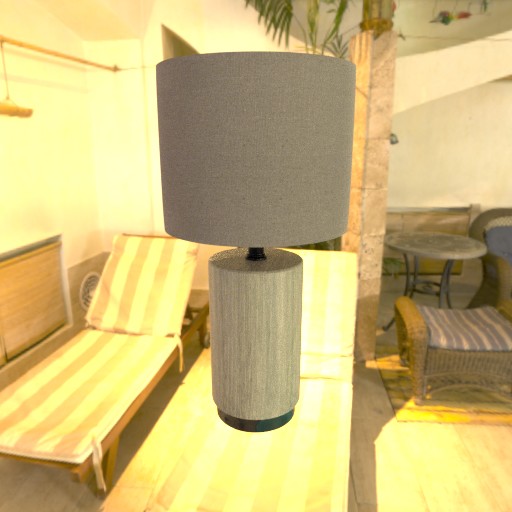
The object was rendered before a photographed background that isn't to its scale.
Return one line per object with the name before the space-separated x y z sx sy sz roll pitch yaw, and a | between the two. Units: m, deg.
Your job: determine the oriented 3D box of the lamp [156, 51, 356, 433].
lamp | 0.000 0.000 0.568 0.228 0.444 0.228 3 15 10
